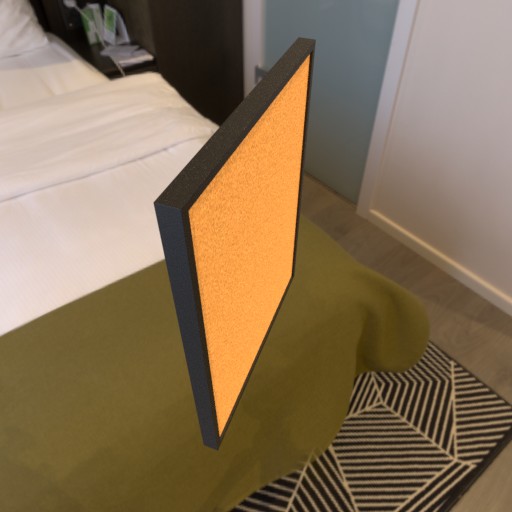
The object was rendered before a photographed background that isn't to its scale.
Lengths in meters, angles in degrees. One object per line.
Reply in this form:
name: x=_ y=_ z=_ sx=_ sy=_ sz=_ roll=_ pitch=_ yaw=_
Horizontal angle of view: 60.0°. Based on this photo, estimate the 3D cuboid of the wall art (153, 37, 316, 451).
wall art: x=0.000 y=0.000 z=0.757 sx=0.029 sy=0.559 sz=0.457 roll=15 pitch=47 yaw=15
